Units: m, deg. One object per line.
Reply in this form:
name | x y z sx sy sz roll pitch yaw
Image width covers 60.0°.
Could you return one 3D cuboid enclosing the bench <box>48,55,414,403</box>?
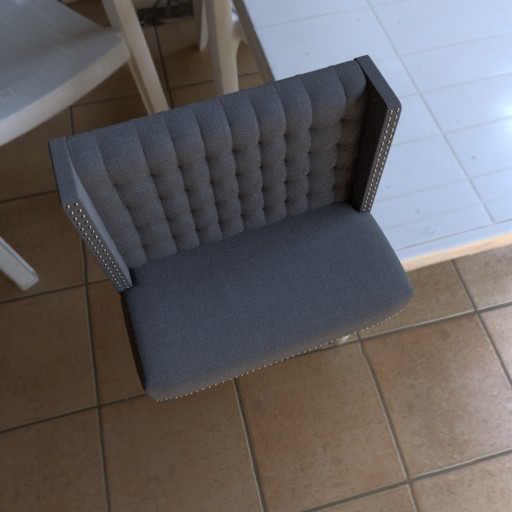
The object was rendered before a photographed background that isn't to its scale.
bench | 0.000 0.000 1.970 1.276 1.121 0.842 -18 66 -9
